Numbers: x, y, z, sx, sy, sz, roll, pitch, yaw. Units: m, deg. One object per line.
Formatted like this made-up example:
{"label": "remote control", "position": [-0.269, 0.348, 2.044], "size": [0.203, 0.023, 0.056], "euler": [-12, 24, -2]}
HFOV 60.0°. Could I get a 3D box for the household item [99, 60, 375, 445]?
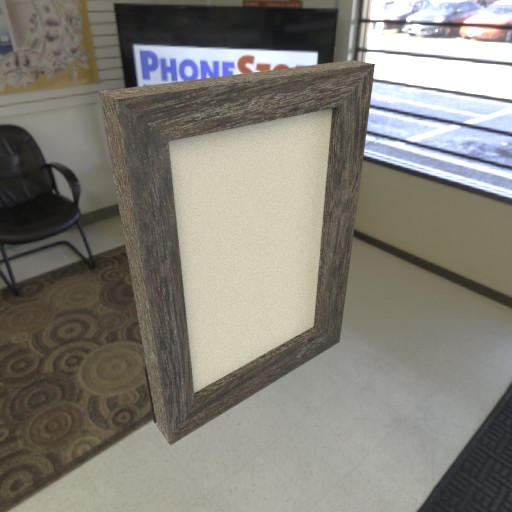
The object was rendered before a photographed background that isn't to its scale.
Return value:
{"label": "household item", "position": [0.000, 0.000, 0.235], "size": [0.133, 0.180, 0.020], "euler": [-22, 37, -32]}
